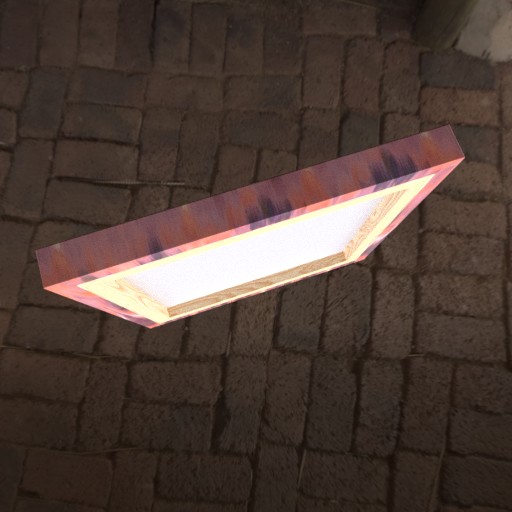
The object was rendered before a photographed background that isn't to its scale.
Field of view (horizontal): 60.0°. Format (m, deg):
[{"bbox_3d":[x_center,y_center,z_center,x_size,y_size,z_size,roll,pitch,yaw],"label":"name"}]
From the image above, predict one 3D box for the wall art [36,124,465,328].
[{"bbox_3d":[0.000,0.000,0.603,0.403,0.406,0.038,-18,77,-4],"label":"wall art"}]
